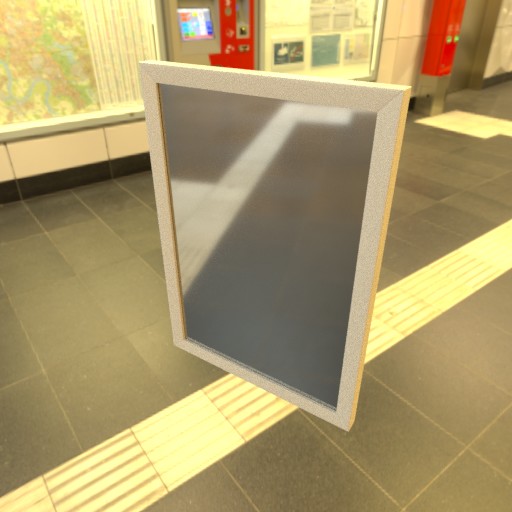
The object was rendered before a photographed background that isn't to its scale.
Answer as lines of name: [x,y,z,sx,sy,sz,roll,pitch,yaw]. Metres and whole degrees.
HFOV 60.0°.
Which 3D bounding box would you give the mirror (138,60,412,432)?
mirror: [0.000,0.000,0.917,0.507,0.710,0.040,19,36,28]
